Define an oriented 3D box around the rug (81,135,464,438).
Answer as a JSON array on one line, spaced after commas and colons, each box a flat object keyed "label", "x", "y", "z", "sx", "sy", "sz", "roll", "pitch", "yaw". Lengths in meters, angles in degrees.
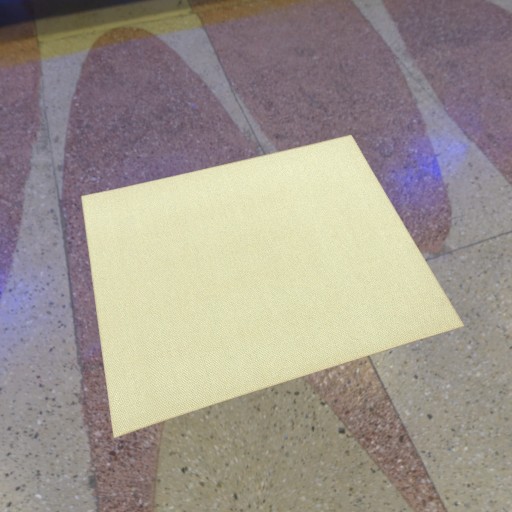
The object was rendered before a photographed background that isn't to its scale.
[{"label": "rug", "x": 0.000, "y": 0.000, "z": 4.220, "sx": 3.039, "sy": 0.018, "sz": 2.462, "roll": -15, "pitch": 60, "yaw": -9}]
